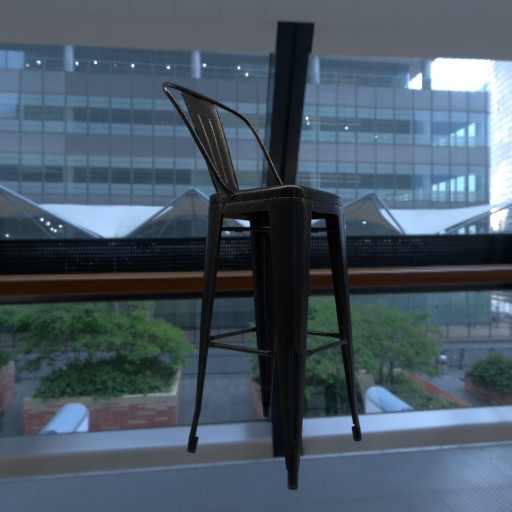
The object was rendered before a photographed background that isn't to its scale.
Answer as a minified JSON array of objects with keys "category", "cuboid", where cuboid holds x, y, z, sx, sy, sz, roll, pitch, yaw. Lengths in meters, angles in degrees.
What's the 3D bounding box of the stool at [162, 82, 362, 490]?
[{"category":"stool","cuboid":[0.000,0.000,1.326,0.513,1.096,0.399,0,-1,37]}]
